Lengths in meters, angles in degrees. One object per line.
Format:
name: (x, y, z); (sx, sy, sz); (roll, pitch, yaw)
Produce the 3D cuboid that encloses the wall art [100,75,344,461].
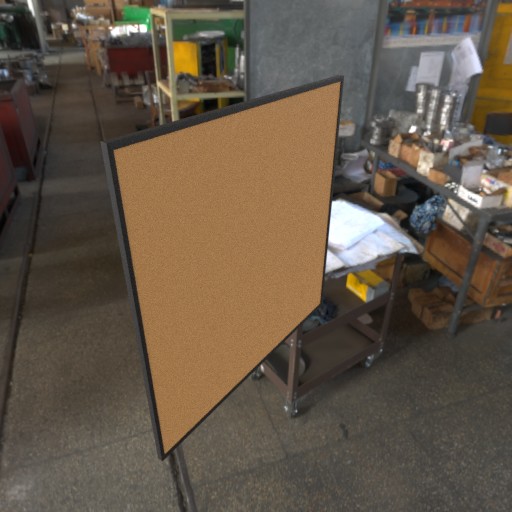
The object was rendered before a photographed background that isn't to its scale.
wall art: (0.000, 0.000, 0.974); (0.015, 0.663, 0.664); (21, 37, 31)
